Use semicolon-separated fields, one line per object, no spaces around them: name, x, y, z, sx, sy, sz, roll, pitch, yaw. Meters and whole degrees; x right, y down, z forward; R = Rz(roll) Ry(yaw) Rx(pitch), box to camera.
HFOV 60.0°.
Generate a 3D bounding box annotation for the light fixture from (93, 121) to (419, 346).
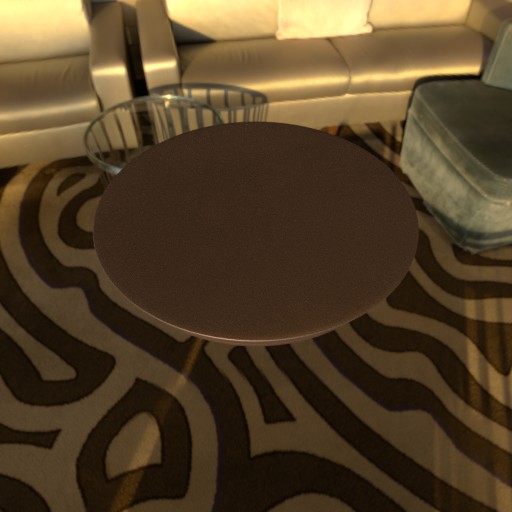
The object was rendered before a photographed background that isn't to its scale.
light fixture;0.000;0.000;0.441;0.280;0.135;0.280;0;47;0
